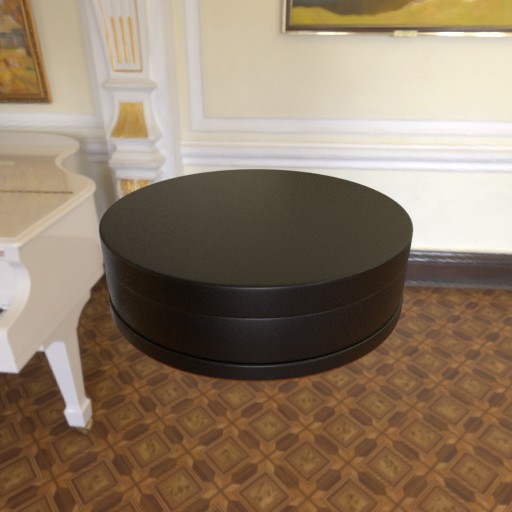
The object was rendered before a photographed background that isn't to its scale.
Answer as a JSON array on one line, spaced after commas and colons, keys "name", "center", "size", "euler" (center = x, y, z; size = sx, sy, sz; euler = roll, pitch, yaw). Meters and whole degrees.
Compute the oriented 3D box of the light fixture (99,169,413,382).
[{"name": "light fixture", "center": [0.000, 0.000, 0.435], "size": [0.283, 0.097, 0.283], "euler": [0, 27, 0]}]
